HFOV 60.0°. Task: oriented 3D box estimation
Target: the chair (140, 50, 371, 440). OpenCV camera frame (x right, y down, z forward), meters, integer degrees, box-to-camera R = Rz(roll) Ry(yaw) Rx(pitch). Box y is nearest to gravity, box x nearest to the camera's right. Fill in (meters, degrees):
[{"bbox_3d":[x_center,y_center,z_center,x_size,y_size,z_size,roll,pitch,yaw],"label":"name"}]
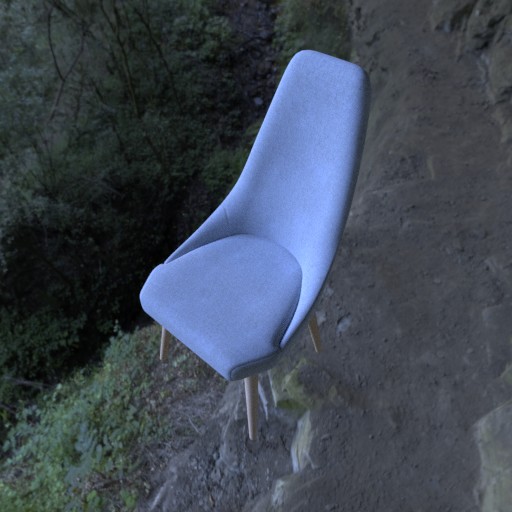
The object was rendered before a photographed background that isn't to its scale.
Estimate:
[{"bbox_3d":[0.000,0.000,1.397,0.510,1.040,0.660,32,55,27],"label":"chair"}]
